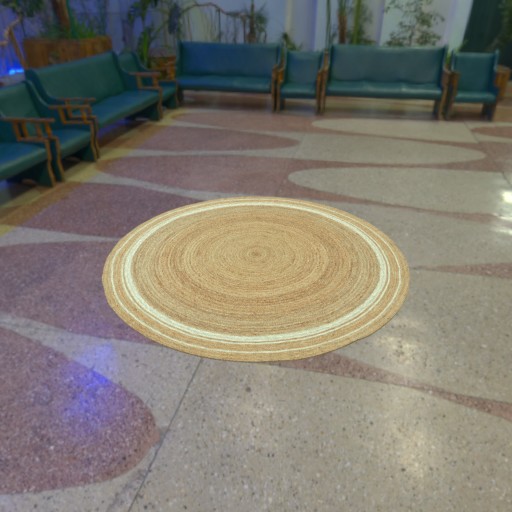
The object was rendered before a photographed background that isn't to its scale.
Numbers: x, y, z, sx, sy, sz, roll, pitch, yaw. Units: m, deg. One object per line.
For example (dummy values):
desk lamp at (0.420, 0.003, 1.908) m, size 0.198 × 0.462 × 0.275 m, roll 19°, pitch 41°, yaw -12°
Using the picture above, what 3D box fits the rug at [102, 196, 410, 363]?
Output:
rug at (0.000, 0.000, 3.676) m, size 2.444 × 0.015 × 2.444 m, roll 0°, pitch 31°, yaw 0°
